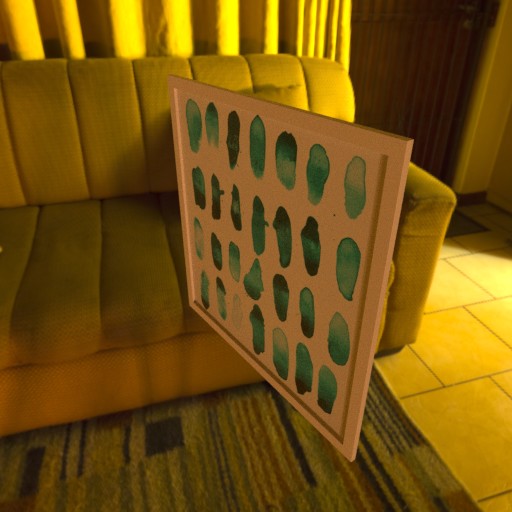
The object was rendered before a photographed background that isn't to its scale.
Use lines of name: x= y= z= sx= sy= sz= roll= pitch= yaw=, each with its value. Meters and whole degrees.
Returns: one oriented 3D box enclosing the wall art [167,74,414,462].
wall art: x=0.000 y=0.000 z=0.666 sx=0.009 sy=0.457 sz=0.456 roll=-21 pitch=37 yaw=-31
